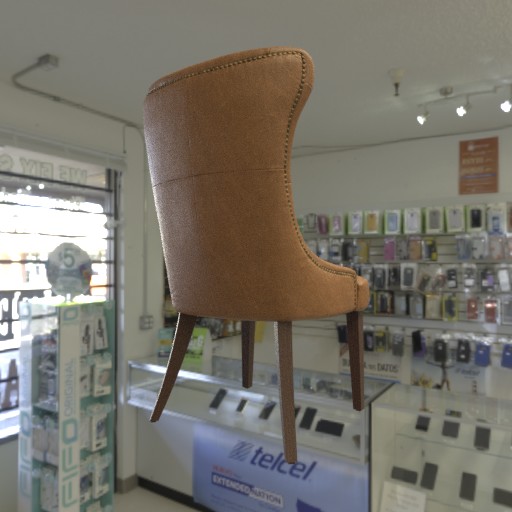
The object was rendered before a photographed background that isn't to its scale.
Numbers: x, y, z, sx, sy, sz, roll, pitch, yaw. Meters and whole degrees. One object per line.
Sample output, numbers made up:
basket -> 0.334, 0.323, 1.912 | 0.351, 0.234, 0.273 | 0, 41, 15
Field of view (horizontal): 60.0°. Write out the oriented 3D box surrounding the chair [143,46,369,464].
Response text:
chair -> 0.000, 0.000, 1.457 | 0.611, 1.065, 0.669 | -1, -1, 35
